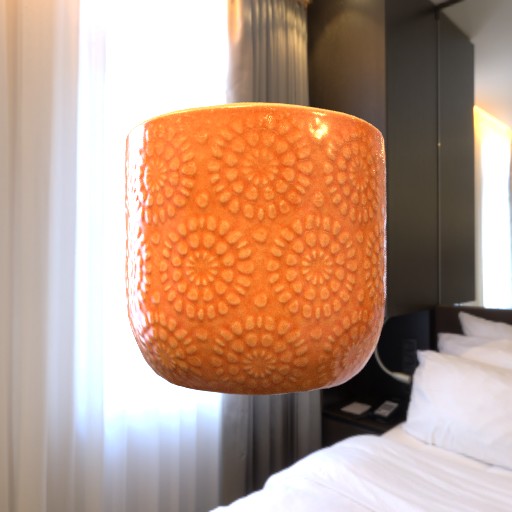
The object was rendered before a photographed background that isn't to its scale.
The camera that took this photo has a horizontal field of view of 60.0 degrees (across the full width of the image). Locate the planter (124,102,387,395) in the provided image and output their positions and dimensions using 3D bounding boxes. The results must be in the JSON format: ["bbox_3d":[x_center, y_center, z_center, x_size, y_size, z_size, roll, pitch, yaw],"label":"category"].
[{"bbox_3d":[0.000,0.000,0.292,0.170,0.152,0.170,0,-1,0],"label":"planter"}]
